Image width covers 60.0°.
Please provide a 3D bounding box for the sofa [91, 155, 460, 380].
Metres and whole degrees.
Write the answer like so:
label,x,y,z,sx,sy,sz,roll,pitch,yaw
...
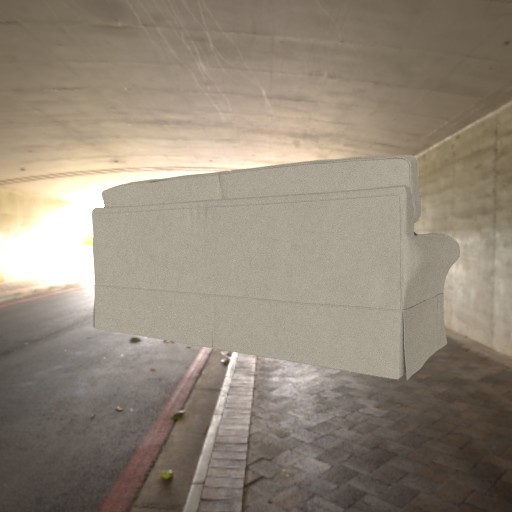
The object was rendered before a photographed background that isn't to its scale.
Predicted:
label,x,y,z,sx,sy,sz,roll,pitch,yaw
sofa,0.000,0.000,2.802,2.246,1.014,0.900,1,2,34
